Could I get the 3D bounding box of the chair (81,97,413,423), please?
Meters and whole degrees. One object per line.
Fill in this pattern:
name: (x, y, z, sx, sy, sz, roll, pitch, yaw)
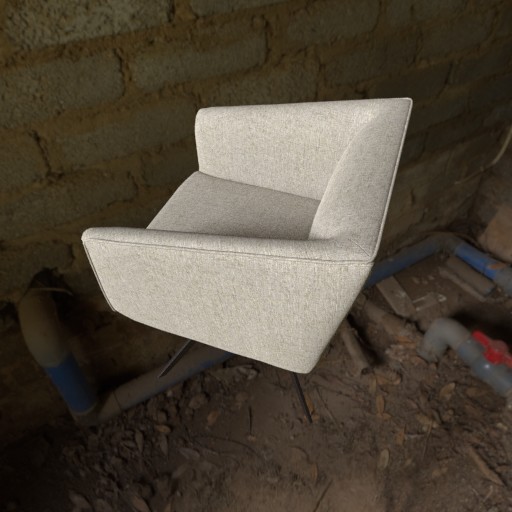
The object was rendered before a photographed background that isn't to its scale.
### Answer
chair: (0.000, 0.000, 1.243, 0.623, 0.760, 0.628, 14, 47, 14)
